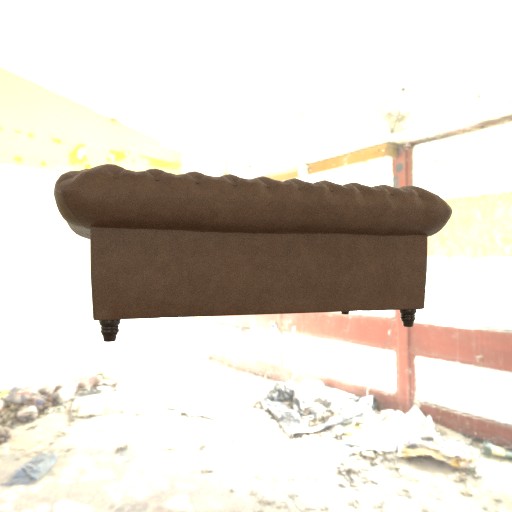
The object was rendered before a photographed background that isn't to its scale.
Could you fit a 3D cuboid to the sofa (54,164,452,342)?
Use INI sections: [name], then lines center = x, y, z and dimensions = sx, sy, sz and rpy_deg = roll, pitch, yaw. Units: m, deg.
[sofa]
center = 0.000, 0.000, 2.508
dimensions = 2.048, 0.784, 0.955
rpy_deg = 0, -2, -18
